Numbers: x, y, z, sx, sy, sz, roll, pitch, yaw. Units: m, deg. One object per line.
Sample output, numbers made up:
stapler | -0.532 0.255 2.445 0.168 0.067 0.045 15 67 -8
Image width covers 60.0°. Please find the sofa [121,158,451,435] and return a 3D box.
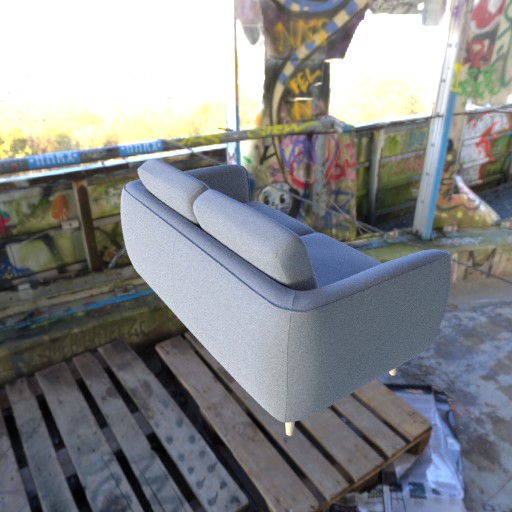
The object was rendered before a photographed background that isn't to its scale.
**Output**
sofa | 0.000 0.000 2.279 0.920 0.850 1.700 -17 32 -30
